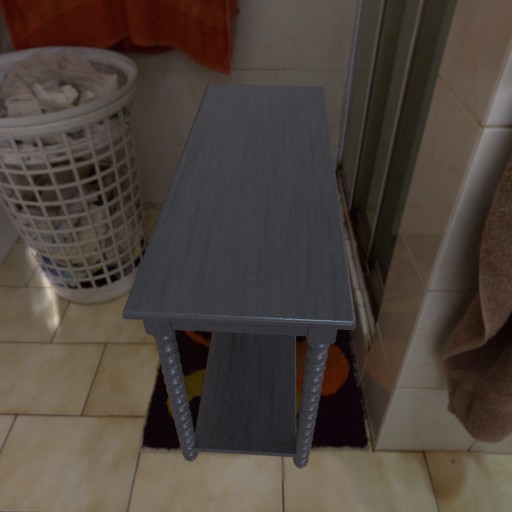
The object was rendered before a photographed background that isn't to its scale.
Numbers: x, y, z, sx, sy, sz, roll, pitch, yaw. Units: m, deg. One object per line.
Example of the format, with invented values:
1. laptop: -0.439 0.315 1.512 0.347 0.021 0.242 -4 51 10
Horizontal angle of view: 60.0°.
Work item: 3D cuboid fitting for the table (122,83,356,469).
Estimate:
1. table: 0.000 0.000 1.523 0.459 0.735 1.184 2 42 3
